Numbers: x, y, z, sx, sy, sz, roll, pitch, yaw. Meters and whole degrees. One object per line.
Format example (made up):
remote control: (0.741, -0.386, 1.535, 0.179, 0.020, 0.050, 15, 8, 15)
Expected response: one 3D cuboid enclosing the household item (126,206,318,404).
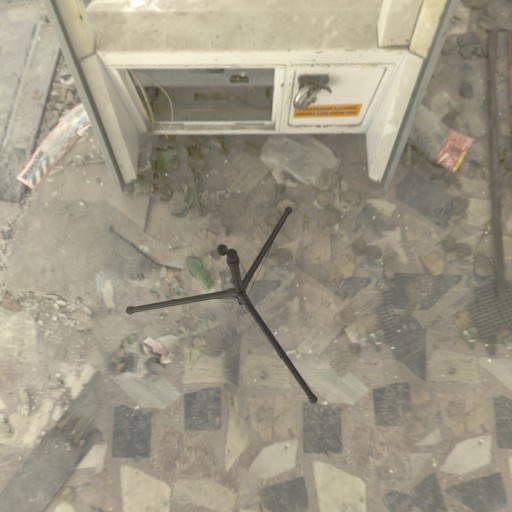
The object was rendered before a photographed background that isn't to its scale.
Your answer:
household item: (0.000, 0.000, 2.733, 1.596, 1.595, 1.339, 25, 77, 6)
